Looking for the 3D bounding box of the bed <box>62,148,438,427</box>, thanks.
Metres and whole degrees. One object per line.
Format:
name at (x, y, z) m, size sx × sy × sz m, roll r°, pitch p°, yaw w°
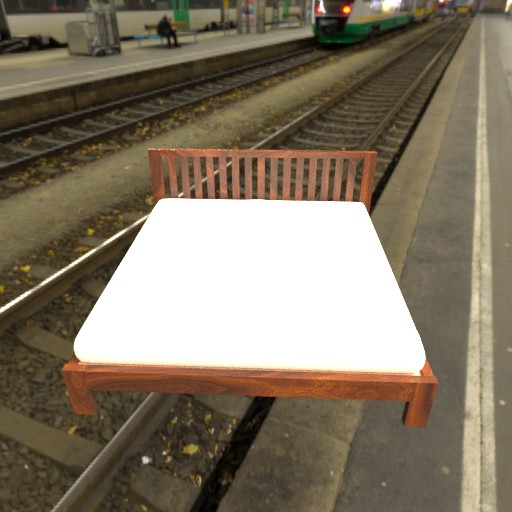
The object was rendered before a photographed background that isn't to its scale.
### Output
bed at (0.000, 0.000, 3.057) m, size 1.905 × 0.890 × 2.030 m, roll 1°, pitch 30°, yaw 2°
